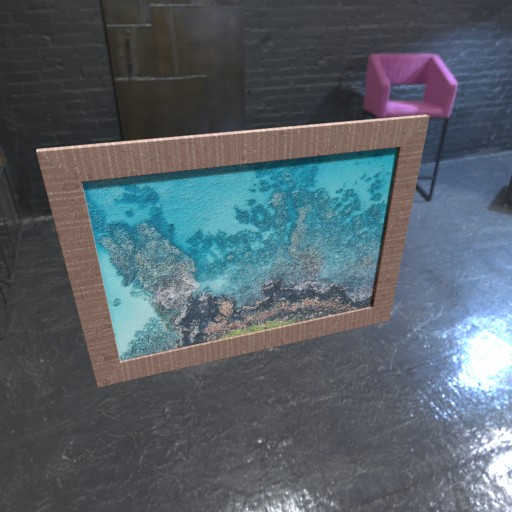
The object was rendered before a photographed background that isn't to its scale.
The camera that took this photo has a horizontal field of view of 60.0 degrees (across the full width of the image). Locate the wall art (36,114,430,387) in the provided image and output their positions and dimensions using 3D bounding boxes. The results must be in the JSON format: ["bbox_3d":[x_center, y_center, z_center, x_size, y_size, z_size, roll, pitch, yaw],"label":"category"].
[{"bbox_3d":[0.000,0.000,1.348,1.056,0.761,0.020,-10,32,-15],"label":"wall art"}]
